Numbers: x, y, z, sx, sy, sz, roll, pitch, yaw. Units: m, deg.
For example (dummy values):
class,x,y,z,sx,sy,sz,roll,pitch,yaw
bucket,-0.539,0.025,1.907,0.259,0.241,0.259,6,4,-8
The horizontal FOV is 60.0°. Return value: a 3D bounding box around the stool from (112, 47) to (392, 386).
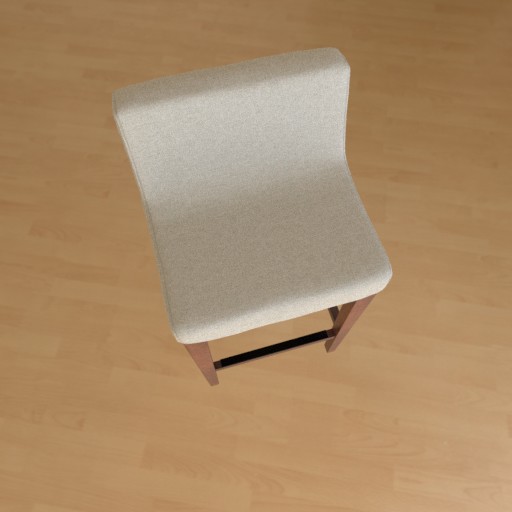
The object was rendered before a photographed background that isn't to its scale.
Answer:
class,x,y,z,sx,sy,sz,roll,pitch,yaw
stool,0.000,0.000,1.251,0.511,0.937,0.500,-14,65,-7
